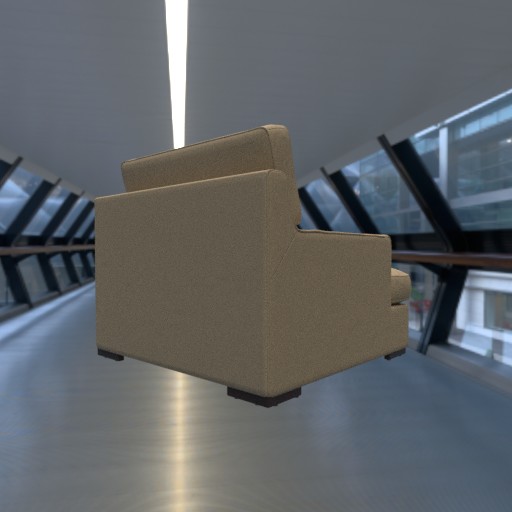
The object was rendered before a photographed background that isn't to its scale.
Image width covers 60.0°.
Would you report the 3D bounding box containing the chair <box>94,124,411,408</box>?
[{"bbox_3d":[0.000,0.000,2.248,1.293,1.005,1.274,0,1,35],"label":"chair"}]
